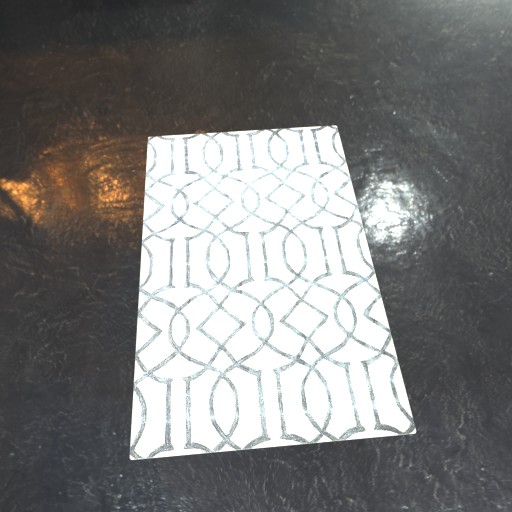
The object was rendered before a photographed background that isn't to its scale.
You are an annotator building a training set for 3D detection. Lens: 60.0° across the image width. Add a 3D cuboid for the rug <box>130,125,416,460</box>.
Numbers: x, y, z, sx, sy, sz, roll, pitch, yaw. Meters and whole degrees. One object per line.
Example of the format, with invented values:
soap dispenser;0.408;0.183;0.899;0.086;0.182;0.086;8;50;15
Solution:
rug;0.000;0.000;2.952;1.521;0.017;2.365;-4;59;-3
